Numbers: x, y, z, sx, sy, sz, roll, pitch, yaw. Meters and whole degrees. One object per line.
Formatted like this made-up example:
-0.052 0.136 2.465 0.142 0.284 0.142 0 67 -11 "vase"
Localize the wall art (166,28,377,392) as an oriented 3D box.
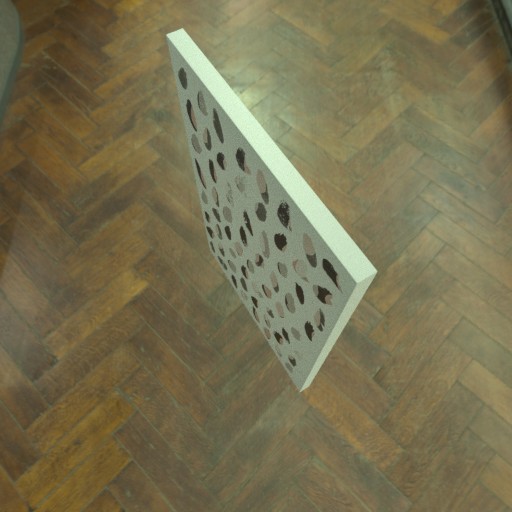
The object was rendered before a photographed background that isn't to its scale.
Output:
0.000 0.000 0.766 0.025 0.608 0.405 -29 67 -13 "wall art"
